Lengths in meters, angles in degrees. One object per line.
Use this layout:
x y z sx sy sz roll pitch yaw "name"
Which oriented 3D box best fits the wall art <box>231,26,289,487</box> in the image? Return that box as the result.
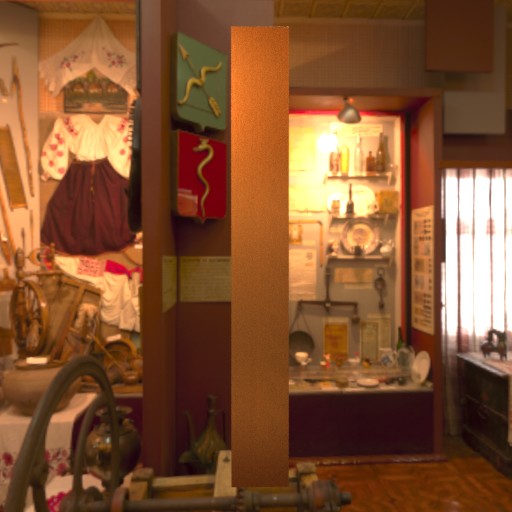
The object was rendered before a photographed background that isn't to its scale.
0.000 0.000 0.445 0.038 0.304 0.304 0 0 -1 "wall art"
